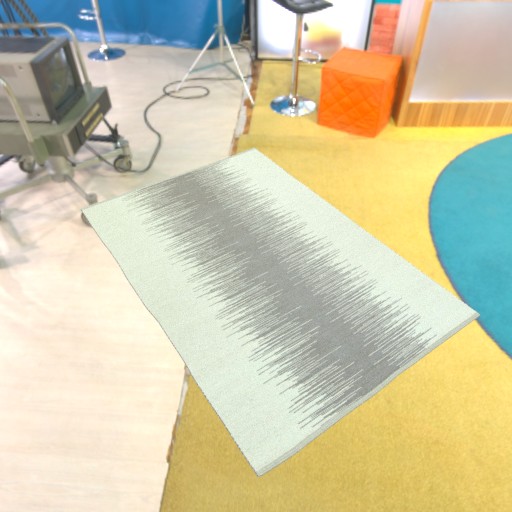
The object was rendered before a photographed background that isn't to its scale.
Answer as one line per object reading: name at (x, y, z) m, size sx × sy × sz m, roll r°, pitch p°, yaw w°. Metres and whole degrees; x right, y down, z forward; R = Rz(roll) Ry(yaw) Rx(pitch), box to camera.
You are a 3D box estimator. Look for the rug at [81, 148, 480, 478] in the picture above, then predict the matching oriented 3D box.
rug at (0.000, 0.000, 2.284) m, size 1.226 × 0.007 × 1.815 m, roll -25°, pitch 49°, yaw -24°
